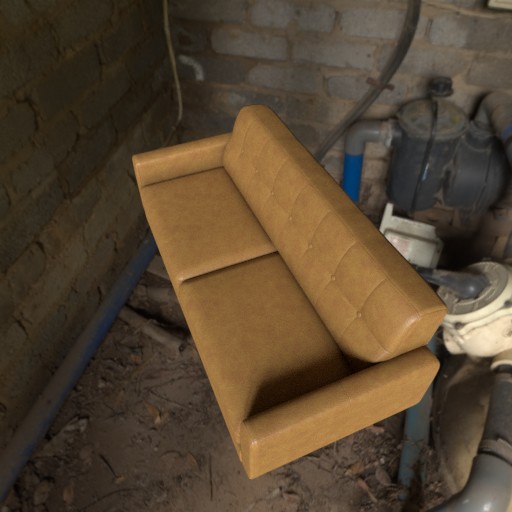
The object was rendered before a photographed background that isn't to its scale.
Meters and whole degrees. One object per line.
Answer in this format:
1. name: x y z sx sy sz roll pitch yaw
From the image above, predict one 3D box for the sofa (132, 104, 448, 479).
1. sofa: 0.000 0.000 2.617 0.980 0.892 2.137 -17 49 -16
